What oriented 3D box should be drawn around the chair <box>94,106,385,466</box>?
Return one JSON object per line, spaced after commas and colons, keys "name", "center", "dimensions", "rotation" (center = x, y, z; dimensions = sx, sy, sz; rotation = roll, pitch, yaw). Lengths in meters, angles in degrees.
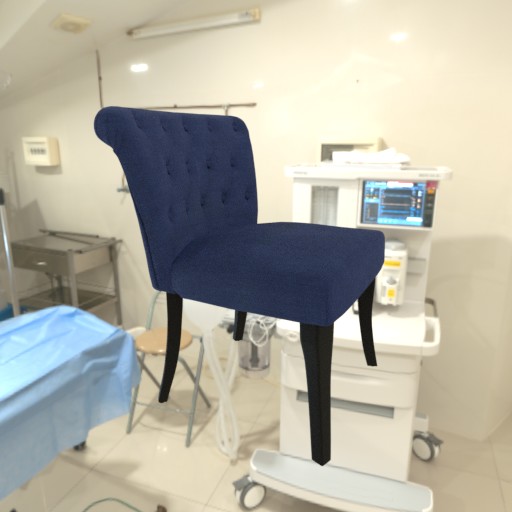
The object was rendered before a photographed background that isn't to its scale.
{"name": "chair", "center": [0.000, 0.000, 1.198], "dimensions": [0.606, 0.753, 0.585], "rotation": [8, 17, 26]}
